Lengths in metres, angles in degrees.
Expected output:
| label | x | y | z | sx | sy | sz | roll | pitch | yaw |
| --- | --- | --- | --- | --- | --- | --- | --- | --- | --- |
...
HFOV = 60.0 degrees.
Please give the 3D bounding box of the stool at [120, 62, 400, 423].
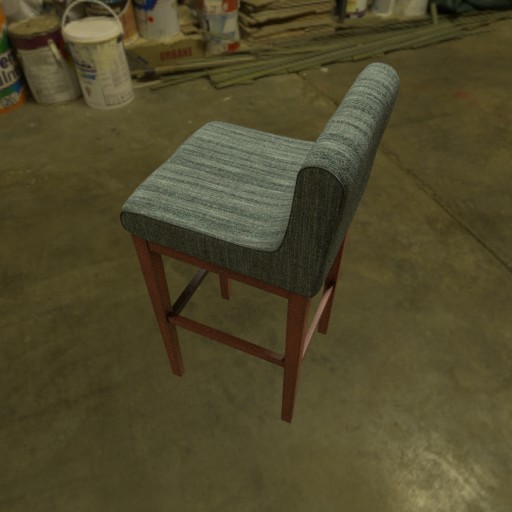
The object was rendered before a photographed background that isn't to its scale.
| label | x | y | z | sx | sy | sz | roll | pitch | yaw |
| --- | --- | --- | --- | --- | --- | --- | --- | --- | --- |
| stool | 0.000 | 0.000 | 1.201 | 0.499 | 0.965 | 0.426 | 18 | 48 | 16 |
